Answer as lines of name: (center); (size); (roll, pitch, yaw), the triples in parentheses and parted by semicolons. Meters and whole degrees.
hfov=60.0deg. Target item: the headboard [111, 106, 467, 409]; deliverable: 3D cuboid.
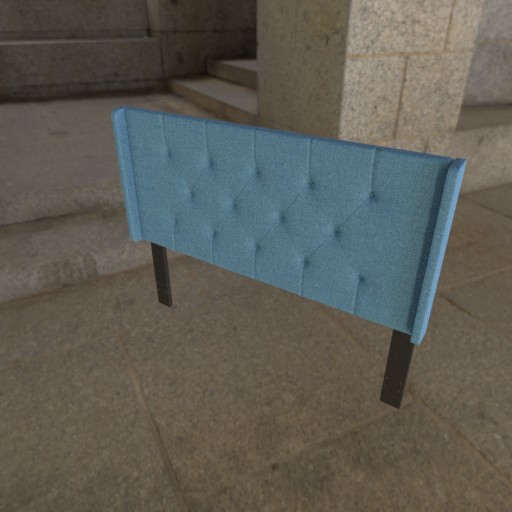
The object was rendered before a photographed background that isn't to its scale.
headboard: (0.000, 0.000, 2.681); (2.051, 1.524, 0.184); (18, 34, 29)
